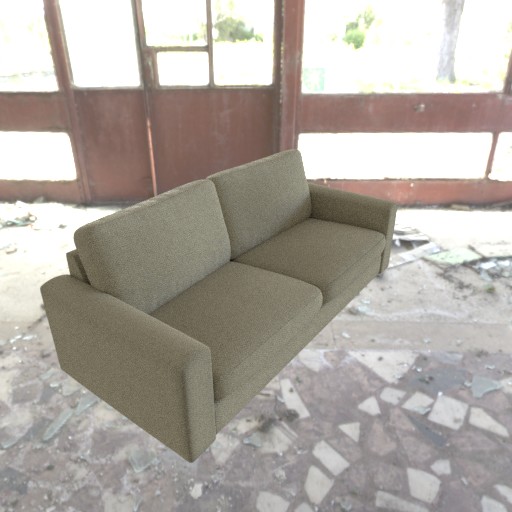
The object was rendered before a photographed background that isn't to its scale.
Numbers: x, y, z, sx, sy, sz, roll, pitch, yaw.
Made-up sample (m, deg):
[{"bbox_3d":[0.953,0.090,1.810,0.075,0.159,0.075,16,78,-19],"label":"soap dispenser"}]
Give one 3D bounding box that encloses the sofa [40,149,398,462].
[{"bbox_3d":[0.000,0.000,2.711,1.016,0.873,2.179,19,33,32],"label":"sofa"}]
